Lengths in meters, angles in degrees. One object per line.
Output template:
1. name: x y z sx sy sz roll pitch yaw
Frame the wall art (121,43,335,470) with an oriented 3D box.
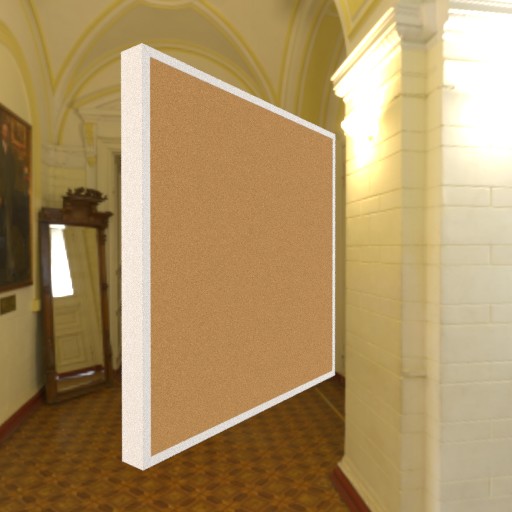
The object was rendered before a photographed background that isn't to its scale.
1. wall art: 0.000 0.000 0.744 0.040 0.509 0.509 0 1 36
